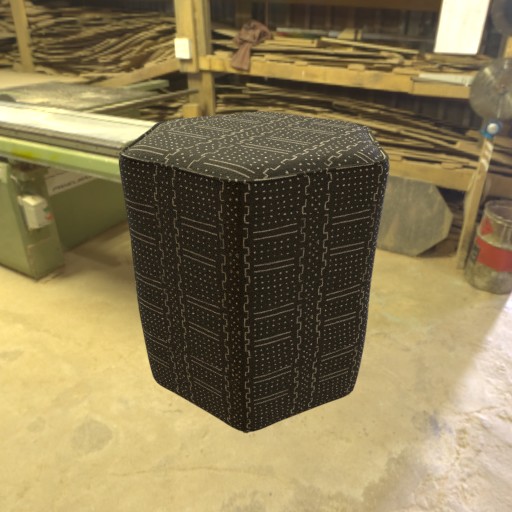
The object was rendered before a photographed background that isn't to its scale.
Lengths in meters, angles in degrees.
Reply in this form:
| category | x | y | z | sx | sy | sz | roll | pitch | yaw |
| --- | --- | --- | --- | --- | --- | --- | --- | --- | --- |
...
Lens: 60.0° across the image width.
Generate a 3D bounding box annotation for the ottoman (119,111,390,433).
| category | x | y | z | sx | sy | sz | roll | pitch | yaw |
| --- | --- | --- | --- | --- | --- | --- | --- | --- | --- |
| ottoman | 0.000 | 0.000 | 0.909 | 0.494 | 0.502 | 0.443 | 18 | 33 | 30 |
